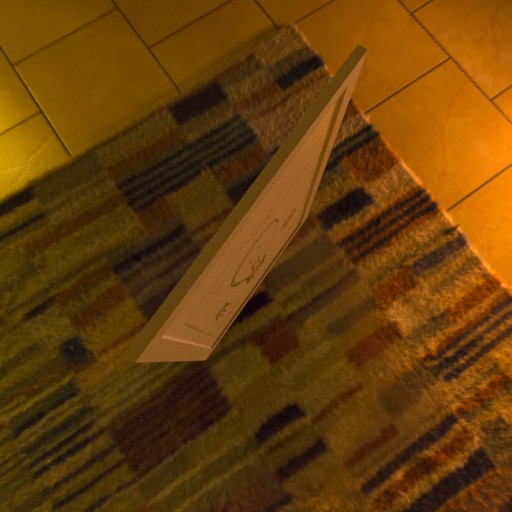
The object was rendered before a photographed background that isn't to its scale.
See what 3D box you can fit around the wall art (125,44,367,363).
[{"bbox_3d":[0.000,0.000,0.589,0.010,0.474,0.325,34,79,7],"label":"wall art"}]
